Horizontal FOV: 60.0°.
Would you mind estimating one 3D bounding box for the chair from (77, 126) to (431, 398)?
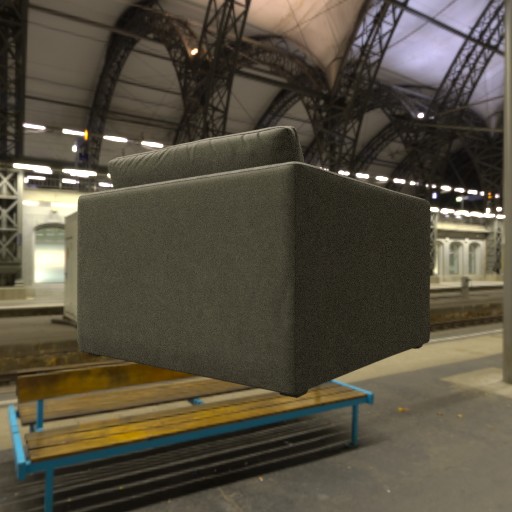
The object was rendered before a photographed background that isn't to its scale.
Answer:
[{"bbox_3d":[0.000,0.000,1.916,1.190,0.845,1.091,-1,-1,36],"label":"chair"}]
